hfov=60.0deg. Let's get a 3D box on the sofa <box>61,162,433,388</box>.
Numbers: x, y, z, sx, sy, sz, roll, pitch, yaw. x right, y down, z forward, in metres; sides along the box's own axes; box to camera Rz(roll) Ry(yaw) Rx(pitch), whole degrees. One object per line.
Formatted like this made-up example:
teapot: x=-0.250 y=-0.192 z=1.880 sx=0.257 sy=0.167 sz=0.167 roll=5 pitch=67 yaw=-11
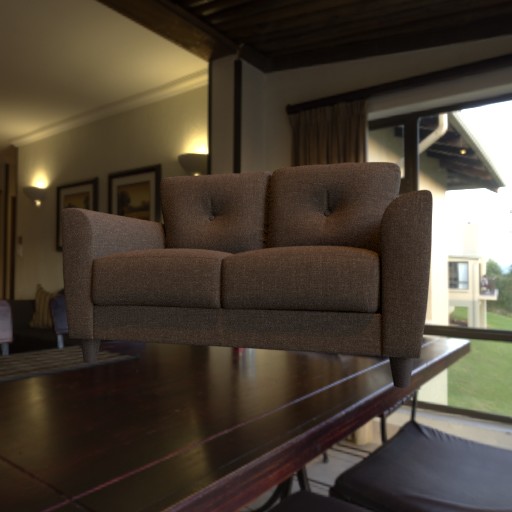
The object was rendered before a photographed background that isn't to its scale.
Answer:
sofa: x=0.000 y=0.000 z=1.971 sx=1.423 sy=0.885 sz=0.851 roll=-1 pitch=-2 yaw=18
